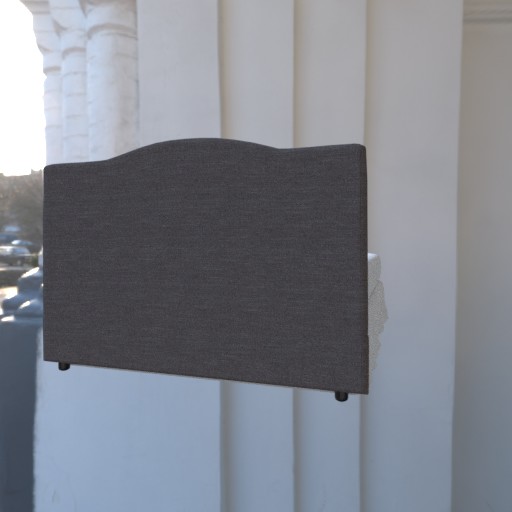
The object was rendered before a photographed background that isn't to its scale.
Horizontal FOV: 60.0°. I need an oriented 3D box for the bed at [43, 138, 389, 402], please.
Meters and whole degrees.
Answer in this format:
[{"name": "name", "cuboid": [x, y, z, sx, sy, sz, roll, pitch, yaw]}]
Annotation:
[{"name": "bed", "cuboid": [0.000, 0.000, 3.860, 2.161, 1.457, 2.689, 1, 2, 18]}]
